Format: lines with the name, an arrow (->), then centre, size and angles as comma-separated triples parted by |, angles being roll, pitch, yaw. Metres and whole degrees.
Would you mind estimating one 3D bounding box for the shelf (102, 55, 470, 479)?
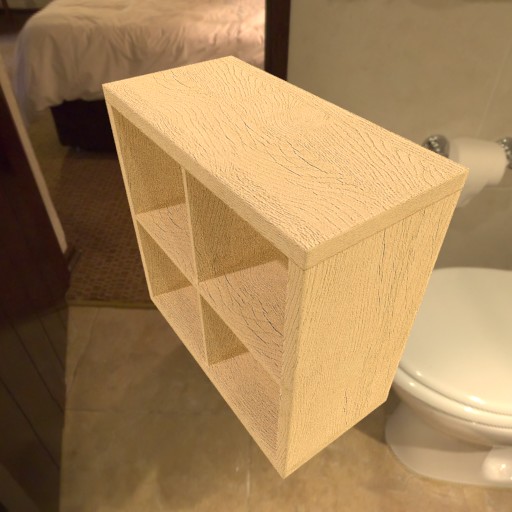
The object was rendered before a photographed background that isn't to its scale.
shelf -> 0.000, 0.000, 1.221 | 0.390, 0.786, 0.790 | -25, 47, -26
